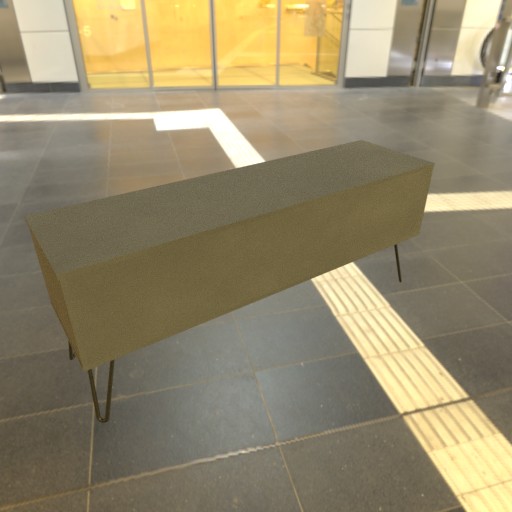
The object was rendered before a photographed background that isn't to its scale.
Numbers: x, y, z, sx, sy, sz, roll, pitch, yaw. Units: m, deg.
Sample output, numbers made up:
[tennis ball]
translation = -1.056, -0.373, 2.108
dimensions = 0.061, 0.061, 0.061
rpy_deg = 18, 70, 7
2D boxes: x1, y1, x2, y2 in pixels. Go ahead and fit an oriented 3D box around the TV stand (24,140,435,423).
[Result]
[TV stand]
translation = 0.000, 0.000, 1.655
dimensions = 1.400, 0.560, 0.400
rpy_deg = -19, 36, -29
